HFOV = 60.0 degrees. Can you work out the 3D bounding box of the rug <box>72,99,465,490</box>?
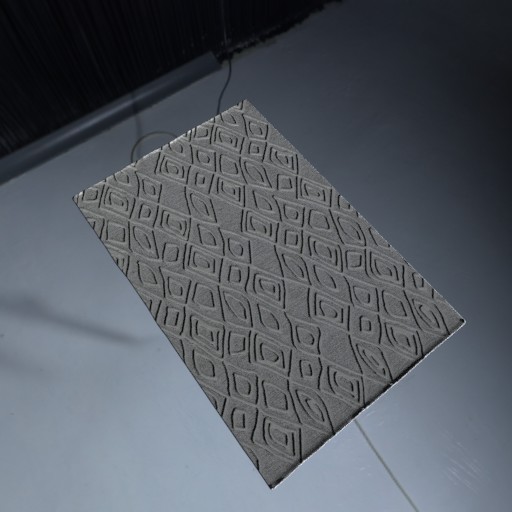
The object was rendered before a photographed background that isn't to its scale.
[{"bbox_3d":[0.000,0.000,2.338,1.224,0.016,1.832,-34,69,-15],"label":"rug"}]
